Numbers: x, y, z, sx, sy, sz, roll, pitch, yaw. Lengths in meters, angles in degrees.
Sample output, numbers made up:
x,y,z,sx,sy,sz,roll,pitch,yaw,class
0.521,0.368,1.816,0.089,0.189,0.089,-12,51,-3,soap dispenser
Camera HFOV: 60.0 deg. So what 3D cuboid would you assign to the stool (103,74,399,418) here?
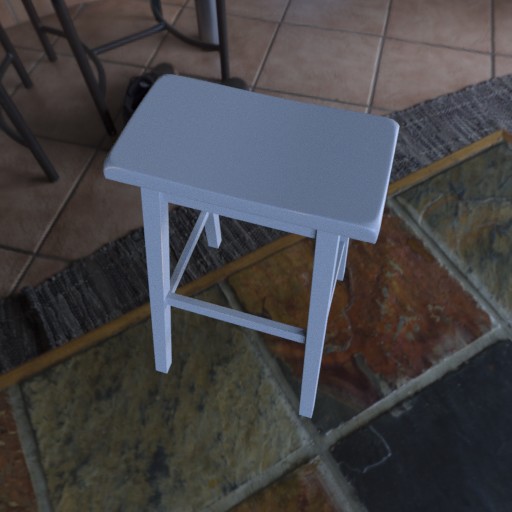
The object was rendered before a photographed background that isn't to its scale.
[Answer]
x,y,z,sx,sy,sz,roll,pitch,yaw,class
0.000,0.000,1.043,0.457,0.737,0.476,14,60,9,stool
